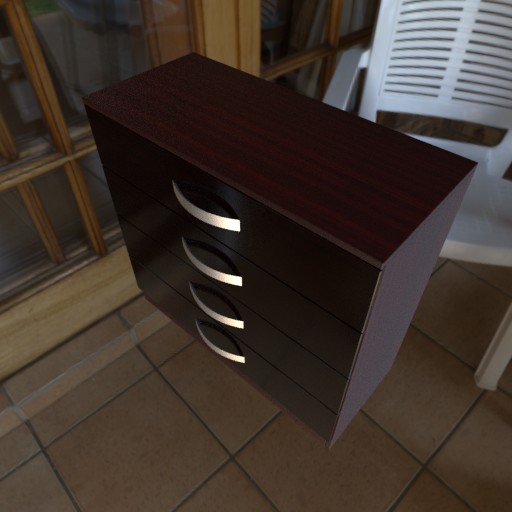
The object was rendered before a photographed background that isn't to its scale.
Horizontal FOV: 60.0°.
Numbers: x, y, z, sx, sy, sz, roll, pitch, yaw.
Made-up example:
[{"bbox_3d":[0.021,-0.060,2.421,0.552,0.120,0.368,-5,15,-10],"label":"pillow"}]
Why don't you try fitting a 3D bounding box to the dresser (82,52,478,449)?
[{"bbox_3d":[0.000,0.000,1.134,0.750,0.720,0.360,33,54,27],"label":"dresser"}]
